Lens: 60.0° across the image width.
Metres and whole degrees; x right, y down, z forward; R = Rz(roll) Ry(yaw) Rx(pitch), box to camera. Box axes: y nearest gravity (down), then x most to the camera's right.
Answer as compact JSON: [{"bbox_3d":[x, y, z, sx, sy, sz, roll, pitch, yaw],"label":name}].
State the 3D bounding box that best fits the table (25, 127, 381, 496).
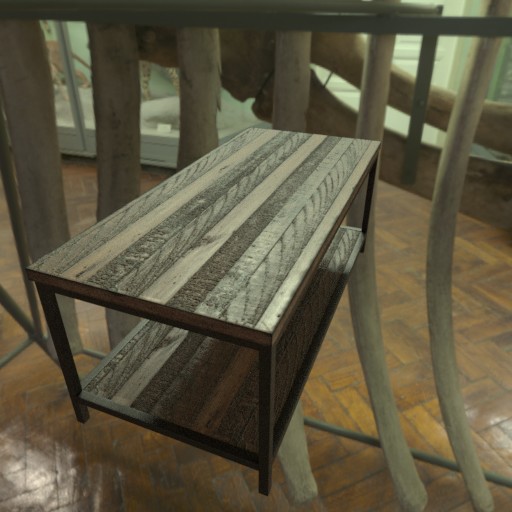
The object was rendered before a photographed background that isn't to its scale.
[{"bbox_3d":[0.000,0.000,1.182,0.452,0.399,0.990,12,33,19],"label":"table"}]
